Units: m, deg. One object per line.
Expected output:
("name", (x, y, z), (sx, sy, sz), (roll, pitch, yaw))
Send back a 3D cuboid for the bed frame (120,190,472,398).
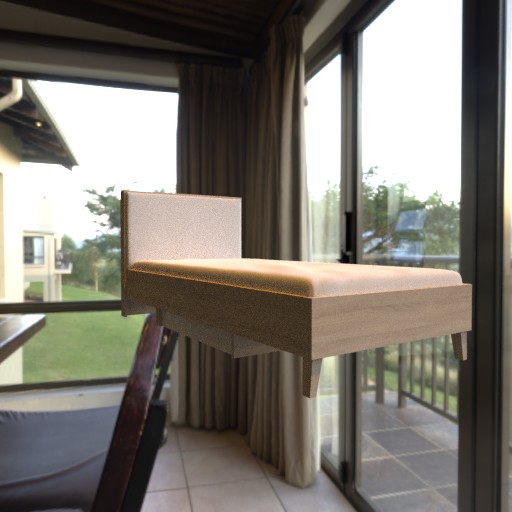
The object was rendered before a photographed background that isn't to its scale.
("bed frame", (0.000, 0.000, 2.655), (0.990, 0.920, 2.140), (-1, 2, -33))
